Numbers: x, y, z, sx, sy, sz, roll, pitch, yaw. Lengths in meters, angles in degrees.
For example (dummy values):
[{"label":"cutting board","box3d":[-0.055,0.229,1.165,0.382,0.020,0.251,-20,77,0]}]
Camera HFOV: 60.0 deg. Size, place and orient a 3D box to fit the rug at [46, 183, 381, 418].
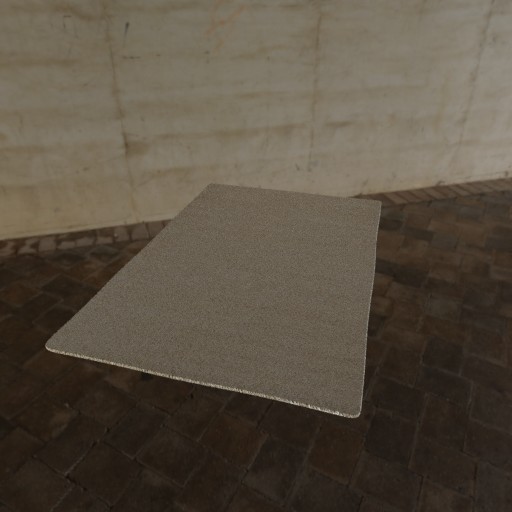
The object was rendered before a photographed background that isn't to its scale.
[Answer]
[{"label":"rug","box3d":[0.000,0.000,3.451,1.798,0.025,2.698,8,31,14]}]
